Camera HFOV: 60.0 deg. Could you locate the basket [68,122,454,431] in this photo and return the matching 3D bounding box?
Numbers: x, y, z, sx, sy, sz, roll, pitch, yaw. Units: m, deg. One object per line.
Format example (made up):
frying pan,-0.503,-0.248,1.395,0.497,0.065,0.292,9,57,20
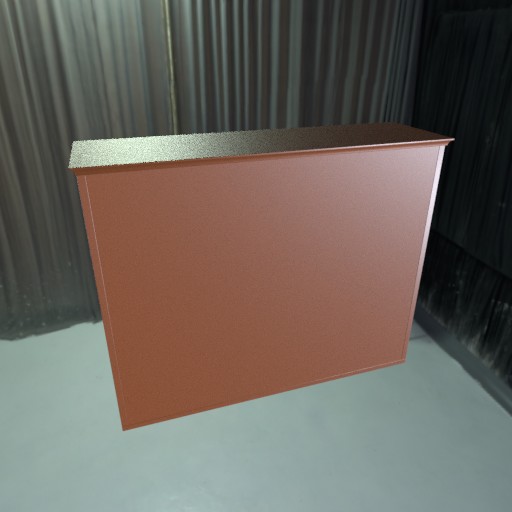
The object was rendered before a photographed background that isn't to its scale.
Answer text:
basket,0.000,0.000,1.157,0.792,0.625,0.376,-8,27,-17
